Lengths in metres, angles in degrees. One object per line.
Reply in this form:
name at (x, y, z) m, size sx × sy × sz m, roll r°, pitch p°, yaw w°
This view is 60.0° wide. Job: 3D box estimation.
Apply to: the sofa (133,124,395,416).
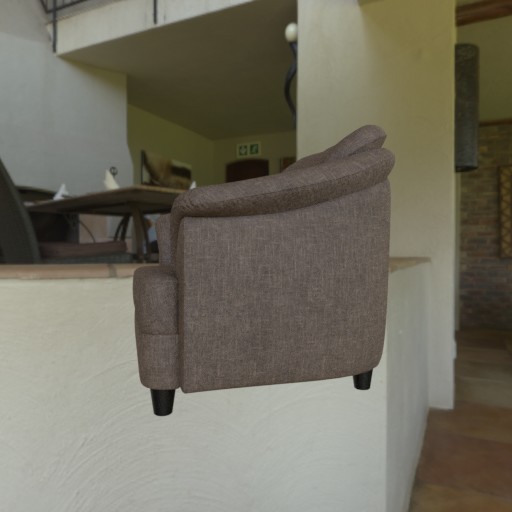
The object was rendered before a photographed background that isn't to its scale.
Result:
sofa at (0.000, 0.000, 1.489) m, size 0.794 × 0.811 × 0.870 m, roll 0°, pitch 1°, yaw -16°
